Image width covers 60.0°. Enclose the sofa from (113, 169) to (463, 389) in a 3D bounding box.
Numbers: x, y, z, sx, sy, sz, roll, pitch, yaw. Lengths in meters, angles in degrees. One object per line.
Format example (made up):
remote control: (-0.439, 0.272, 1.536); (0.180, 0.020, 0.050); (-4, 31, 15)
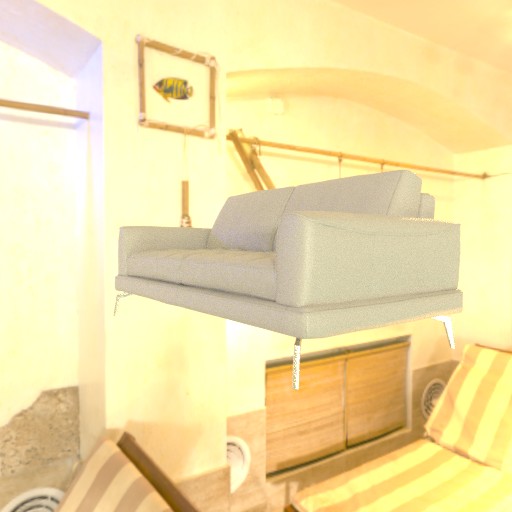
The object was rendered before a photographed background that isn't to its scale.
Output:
sofa: (0.000, 0.000, 2.762); (1.121, 0.930, 2.177); (-1, 2, -36)
